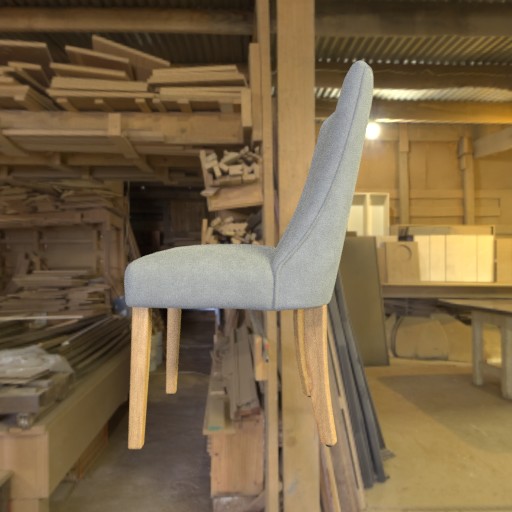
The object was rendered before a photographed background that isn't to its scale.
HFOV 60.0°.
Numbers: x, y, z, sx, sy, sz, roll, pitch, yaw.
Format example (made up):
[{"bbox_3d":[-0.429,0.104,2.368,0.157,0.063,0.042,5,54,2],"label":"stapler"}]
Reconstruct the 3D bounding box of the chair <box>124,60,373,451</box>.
[{"bbox_3d":[0.000,0.000,1.241,0.610,0.902,0.495,0,-1,0],"label":"chair"}]
